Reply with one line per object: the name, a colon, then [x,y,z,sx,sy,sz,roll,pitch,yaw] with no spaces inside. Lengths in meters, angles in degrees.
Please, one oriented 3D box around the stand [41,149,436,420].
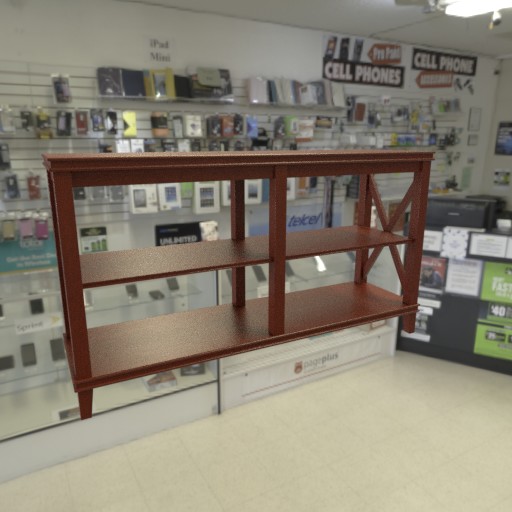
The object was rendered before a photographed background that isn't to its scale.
stand: [0.000,0.000,1.673,1.372,0.762,0.381,-7,16,-26]
